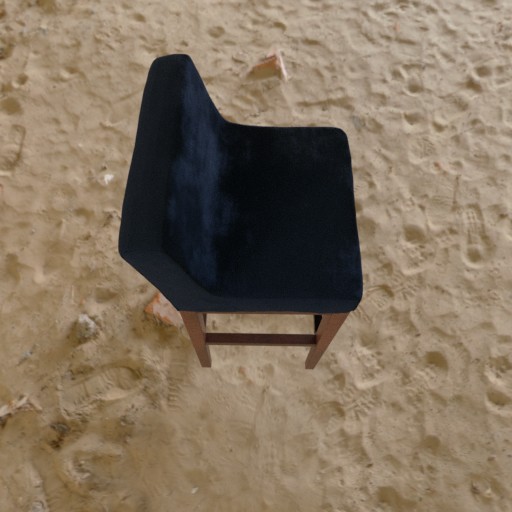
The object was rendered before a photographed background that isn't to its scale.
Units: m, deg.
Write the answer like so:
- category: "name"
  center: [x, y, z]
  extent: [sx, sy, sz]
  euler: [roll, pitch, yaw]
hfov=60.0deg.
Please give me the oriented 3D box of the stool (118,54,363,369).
- category: "stool"
  center: [0.000, 0.000, 1.338]
  extent: [0.500, 1.037, 0.511]
  euler: [1, 64, 0]
